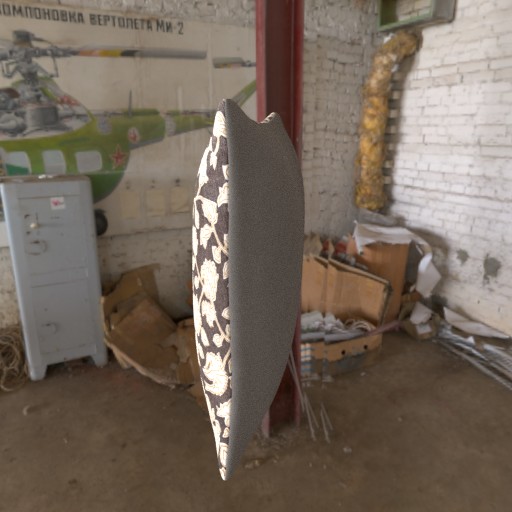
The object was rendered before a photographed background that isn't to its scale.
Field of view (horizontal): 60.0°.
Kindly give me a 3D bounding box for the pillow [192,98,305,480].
[{"bbox_3d":[0.000,0.000,0.797,0.166,0.507,0.526,2,17,8],"label":"pillow"}]
